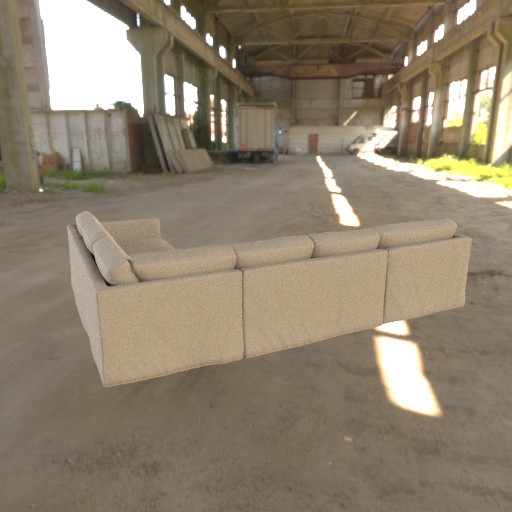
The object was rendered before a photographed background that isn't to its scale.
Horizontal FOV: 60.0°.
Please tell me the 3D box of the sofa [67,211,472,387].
[{"bbox_3d":[0.000,0.000,4.635,3.528,0.878,2.476,-7,17,-25],"label":"sofa"}]
